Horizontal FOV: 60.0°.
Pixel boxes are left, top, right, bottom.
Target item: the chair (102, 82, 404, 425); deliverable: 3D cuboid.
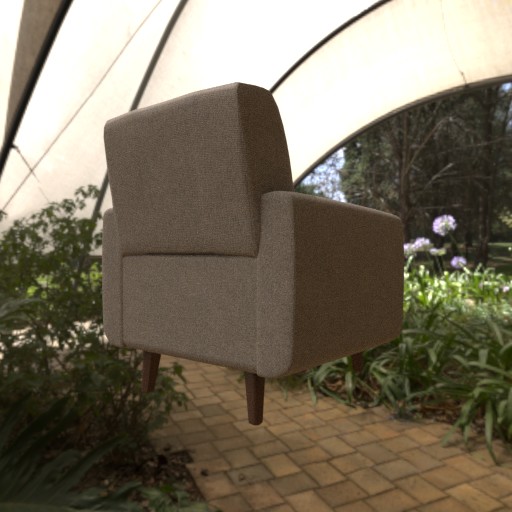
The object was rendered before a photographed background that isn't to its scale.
[{"bbox_3d":[0.000,0.000,1.694,0.845,0.968,0.942,0,1,37],"label":"chair"}]
